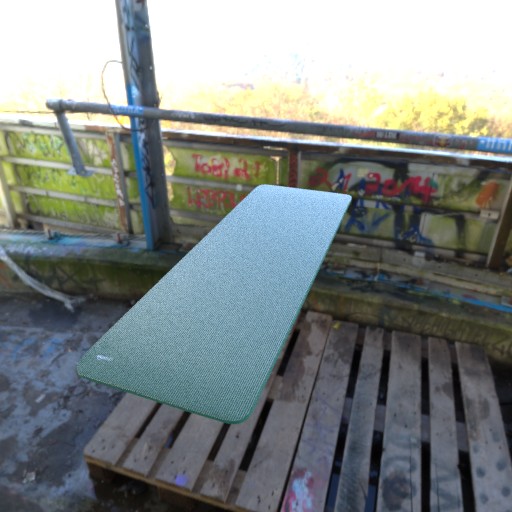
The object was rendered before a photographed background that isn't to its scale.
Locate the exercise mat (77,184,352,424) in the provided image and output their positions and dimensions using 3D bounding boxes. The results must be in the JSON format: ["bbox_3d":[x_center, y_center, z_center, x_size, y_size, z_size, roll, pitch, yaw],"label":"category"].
[{"bbox_3d":[0.000,0.000,2.106,0.616,0.021,1.869,10,31,17],"label":"exercise mat"}]
